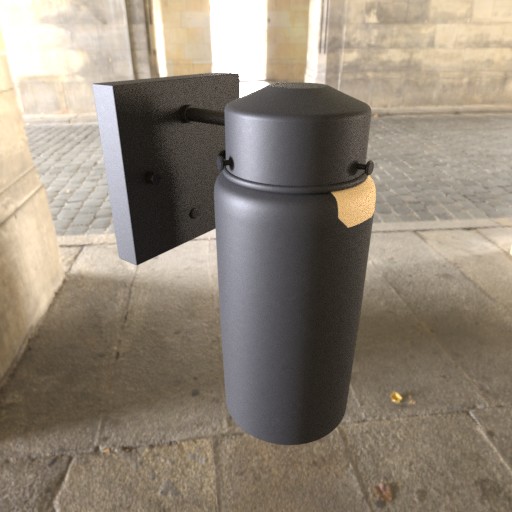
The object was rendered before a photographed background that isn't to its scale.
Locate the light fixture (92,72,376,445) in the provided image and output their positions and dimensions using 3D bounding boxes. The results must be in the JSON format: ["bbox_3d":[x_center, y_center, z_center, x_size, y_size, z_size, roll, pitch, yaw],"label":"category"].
[{"bbox_3d":[0.000,0.000,0.351,0.176,0.257,0.130,18,32,32],"label":"light fixture"}]
